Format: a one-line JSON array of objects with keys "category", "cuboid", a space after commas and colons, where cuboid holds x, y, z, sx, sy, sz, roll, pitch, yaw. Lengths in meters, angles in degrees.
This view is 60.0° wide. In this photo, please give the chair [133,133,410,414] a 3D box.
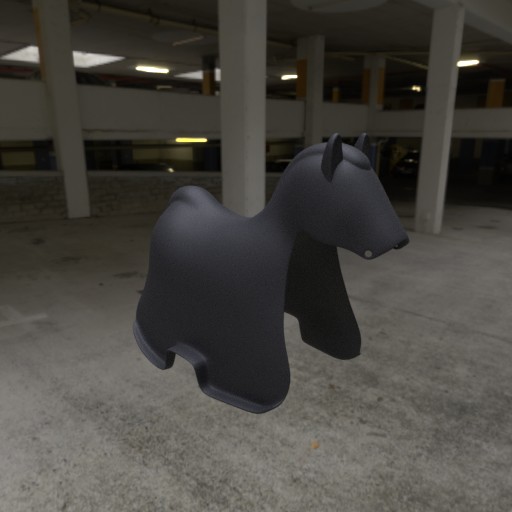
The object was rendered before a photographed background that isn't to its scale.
[{"category": "chair", "cuboid": [0.000, 0.000, 1.144, 0.800, 0.612, 0.429, 15, 21, 43]}]
